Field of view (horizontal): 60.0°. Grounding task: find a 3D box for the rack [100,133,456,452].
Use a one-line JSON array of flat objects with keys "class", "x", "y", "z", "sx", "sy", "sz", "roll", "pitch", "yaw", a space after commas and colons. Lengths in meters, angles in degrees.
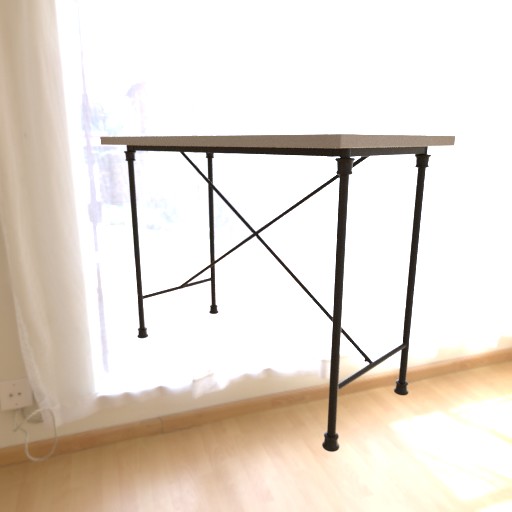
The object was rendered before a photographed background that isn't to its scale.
[{"class": "rack", "x": 0.000, "y": 0.000, "z": 1.688, "sx": 0.613, "sy": 0.880, "sz": 1.159, "roll": -14, "pitch": 20, "yaw": -43}]
